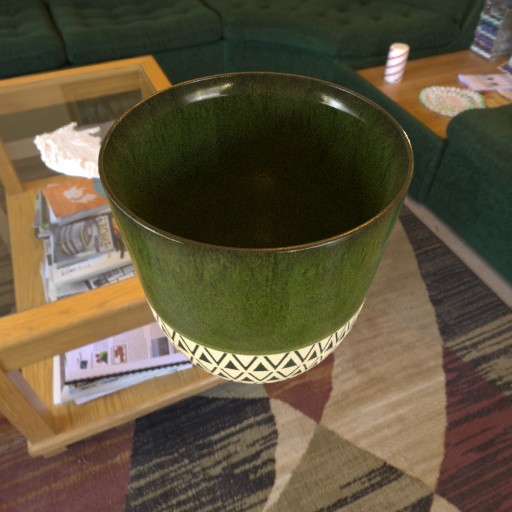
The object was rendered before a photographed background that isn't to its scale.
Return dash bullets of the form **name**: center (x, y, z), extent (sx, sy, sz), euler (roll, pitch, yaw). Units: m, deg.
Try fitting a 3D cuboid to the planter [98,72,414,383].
- **planter**: center (0.000, 0.000, 0.451), extent (0.245, 0.270, 0.245), euler (0, 47, 0)
